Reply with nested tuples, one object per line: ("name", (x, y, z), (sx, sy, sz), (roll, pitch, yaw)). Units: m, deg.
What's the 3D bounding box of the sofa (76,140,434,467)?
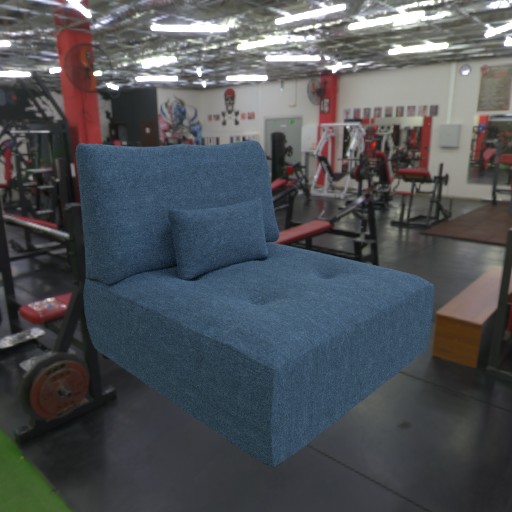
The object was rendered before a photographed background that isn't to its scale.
("sofa", (0.000, 0.000, 1.663), (1.000, 0.820, 0.930), (15, 21, 42))
